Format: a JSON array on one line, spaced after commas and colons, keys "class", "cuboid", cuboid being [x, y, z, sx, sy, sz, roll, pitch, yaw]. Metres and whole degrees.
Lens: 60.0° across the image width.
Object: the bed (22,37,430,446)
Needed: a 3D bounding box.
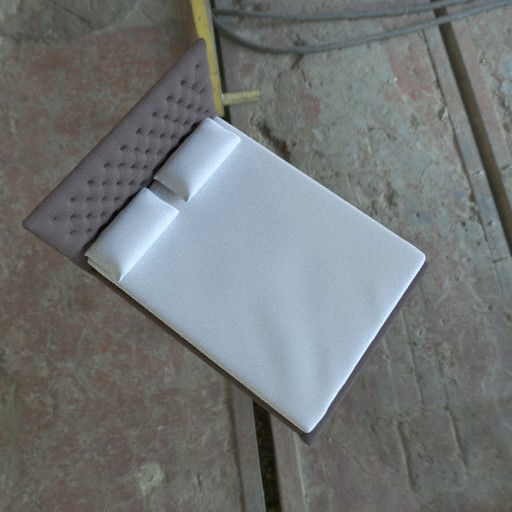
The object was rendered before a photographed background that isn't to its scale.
[{"class": "bed", "cuboid": [0.000, 0.000, 3.263, 2.233, 1.426, 1.696, 36, 77, 10]}]
